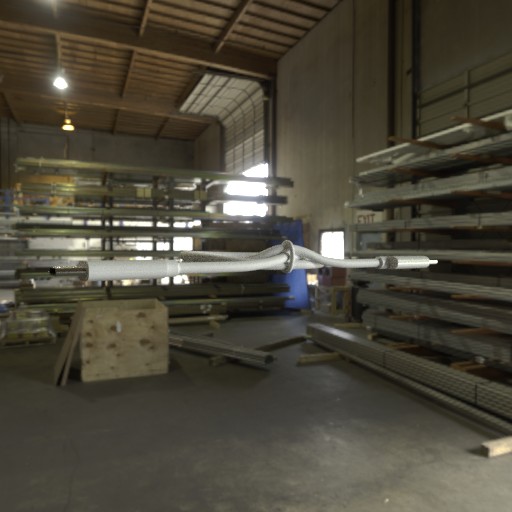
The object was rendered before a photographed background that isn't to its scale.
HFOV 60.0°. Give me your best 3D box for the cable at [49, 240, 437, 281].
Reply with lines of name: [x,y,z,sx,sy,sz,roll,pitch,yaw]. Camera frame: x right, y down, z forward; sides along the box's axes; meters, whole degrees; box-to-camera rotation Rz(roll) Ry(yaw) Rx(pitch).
cable: [0.000,0.000,0.208,0.186,0.014,0.070,-1,1,-35]
